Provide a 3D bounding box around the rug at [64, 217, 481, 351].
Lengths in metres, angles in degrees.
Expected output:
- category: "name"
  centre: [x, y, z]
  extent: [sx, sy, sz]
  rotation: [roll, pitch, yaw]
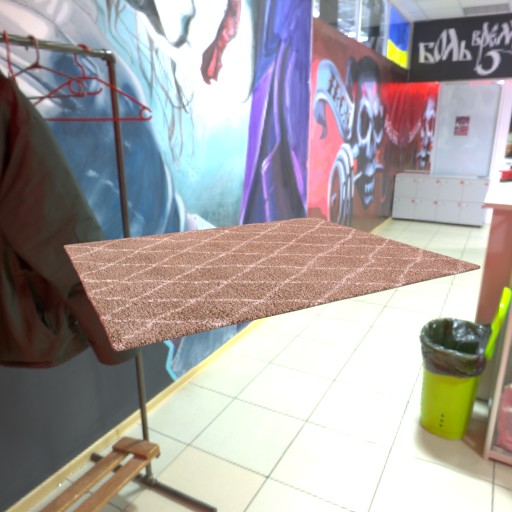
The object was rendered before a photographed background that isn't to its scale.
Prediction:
- category: "rug"
  centre: [0.000, 0.000, 4.088]
  extent: [3.047, 0.029, 2.438]
  rotation: [-9, 18, -27]
